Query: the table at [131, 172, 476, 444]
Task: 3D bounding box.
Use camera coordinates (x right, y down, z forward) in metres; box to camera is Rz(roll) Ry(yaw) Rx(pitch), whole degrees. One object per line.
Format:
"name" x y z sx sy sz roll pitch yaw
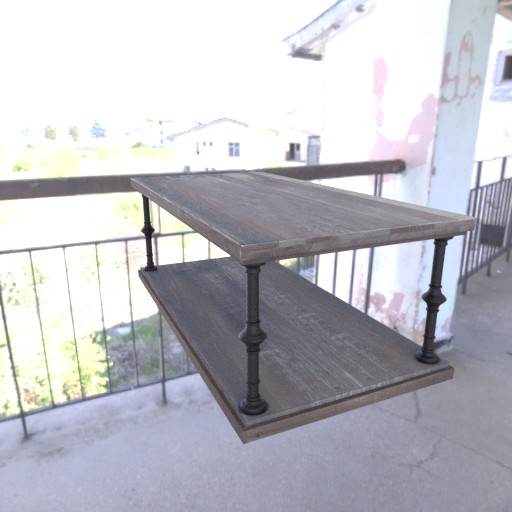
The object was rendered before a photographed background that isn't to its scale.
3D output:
"table" 0.000 0.000 1.384 0.554 0.399 1.088 -7 18 -24
